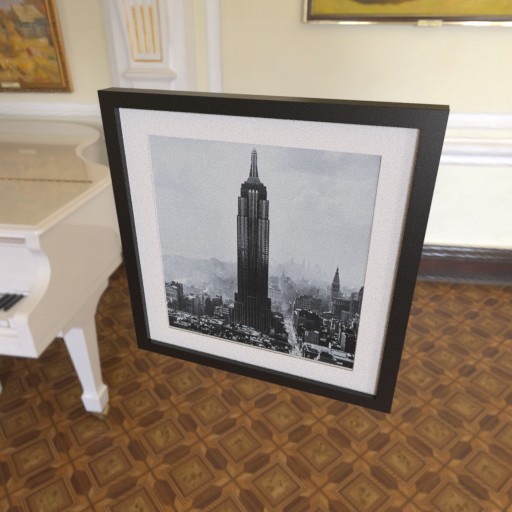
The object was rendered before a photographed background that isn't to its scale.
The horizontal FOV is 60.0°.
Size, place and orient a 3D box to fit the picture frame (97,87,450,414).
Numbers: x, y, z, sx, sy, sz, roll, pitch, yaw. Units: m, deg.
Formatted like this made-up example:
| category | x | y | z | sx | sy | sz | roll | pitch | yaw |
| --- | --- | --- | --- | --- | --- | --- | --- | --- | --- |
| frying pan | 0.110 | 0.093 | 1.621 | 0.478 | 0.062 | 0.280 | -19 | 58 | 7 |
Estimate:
| category | x | y | z | sx | sy | sz | roll | pitch | yaw |
| --- | --- | --- | --- | --- | --- | --- | --- | --- | --- |
| picture frame | 0.000 | 0.000 | 0.518 | 0.355 | 0.353 | 0.029 | 10 | 29 | 18 |
